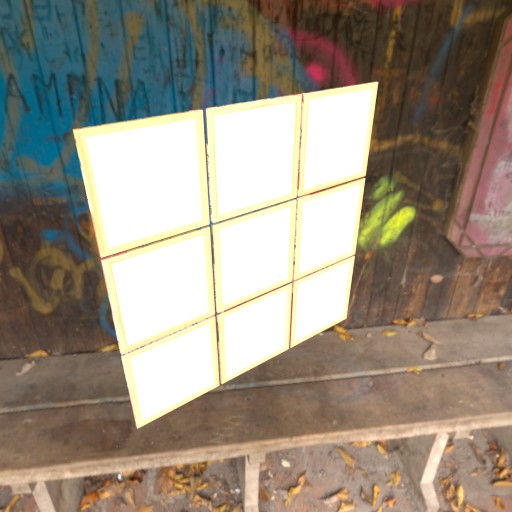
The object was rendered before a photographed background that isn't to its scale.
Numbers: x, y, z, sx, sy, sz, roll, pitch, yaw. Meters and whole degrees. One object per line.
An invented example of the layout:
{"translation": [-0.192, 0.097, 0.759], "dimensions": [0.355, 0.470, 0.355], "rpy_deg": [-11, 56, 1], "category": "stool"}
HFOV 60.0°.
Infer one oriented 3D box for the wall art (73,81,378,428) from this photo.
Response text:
{"translation": [0.000, 0.000, 1.804], "dimensions": [1.206, 1.218, 0.013], "rpy_deg": [-21, 37, -30], "category": "wall art"}
